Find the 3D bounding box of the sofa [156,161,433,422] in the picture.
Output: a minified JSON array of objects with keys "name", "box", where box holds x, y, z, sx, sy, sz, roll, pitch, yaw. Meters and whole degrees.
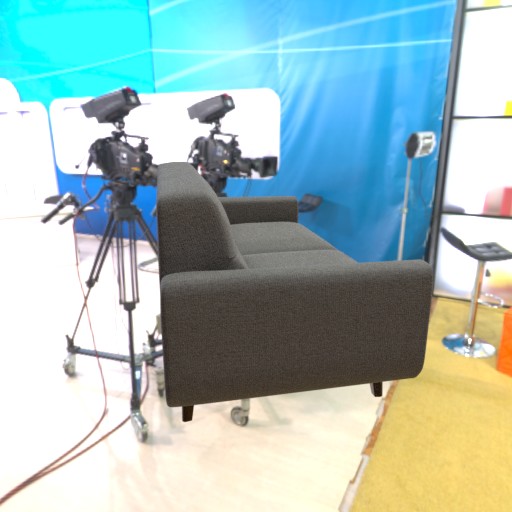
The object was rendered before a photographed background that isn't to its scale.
[{"name":"sofa","box":[0.000,0.000,2.159,0.909,0.841,1.631,-3,16,-11]}]
